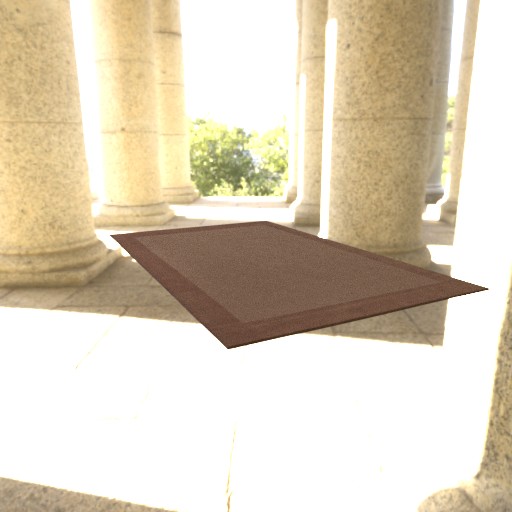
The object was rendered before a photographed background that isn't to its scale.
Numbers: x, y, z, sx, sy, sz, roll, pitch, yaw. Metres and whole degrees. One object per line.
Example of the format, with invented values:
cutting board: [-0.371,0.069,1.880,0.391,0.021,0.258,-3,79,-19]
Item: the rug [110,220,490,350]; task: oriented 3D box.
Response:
rug: [0.000,0.000,3.056,1.524,0.014,2.438,-7,16,-27]
